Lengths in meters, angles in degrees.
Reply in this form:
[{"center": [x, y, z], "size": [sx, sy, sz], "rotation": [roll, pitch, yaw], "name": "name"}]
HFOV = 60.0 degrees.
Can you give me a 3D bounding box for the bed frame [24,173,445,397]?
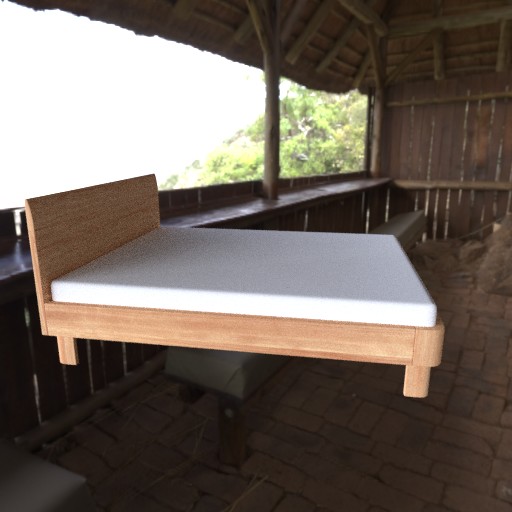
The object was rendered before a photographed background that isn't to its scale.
[{"center": [0.000, 0.000, 2.977], "size": [2.092, 0.940, 1.660], "rotation": [3, 15, 10], "name": "bed frame"}]
